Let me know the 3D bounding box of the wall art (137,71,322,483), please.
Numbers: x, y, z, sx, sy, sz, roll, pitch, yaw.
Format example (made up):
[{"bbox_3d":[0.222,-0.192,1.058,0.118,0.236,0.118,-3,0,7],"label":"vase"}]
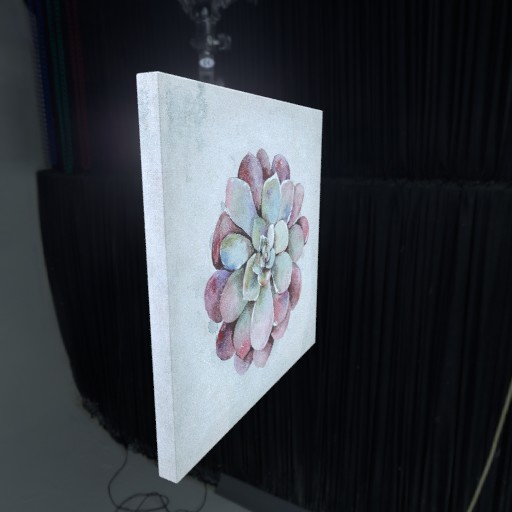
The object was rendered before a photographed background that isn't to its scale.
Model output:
[{"bbox_3d":[0.000,0.000,0.896,0.044,0.605,0.605,7,15,27],"label":"wall art"}]
